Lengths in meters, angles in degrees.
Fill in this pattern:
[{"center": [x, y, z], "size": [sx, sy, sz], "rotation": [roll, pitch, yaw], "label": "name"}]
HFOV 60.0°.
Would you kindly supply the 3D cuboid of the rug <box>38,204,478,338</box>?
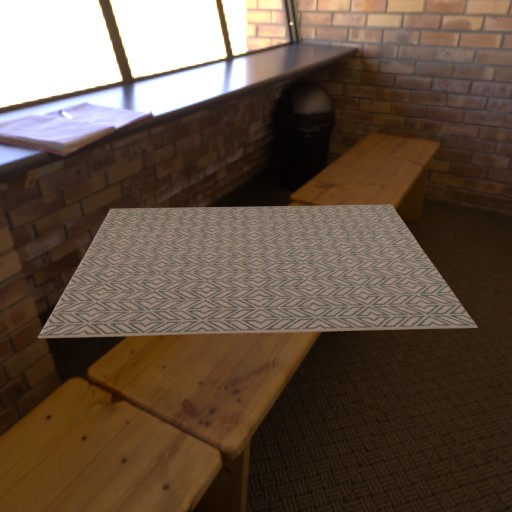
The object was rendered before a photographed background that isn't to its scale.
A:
[{"center": [0.000, 0.000, 2.359], "size": [1.828, 0.007, 1.220], "rotation": [-1, 31, -2], "label": "rug"}]
